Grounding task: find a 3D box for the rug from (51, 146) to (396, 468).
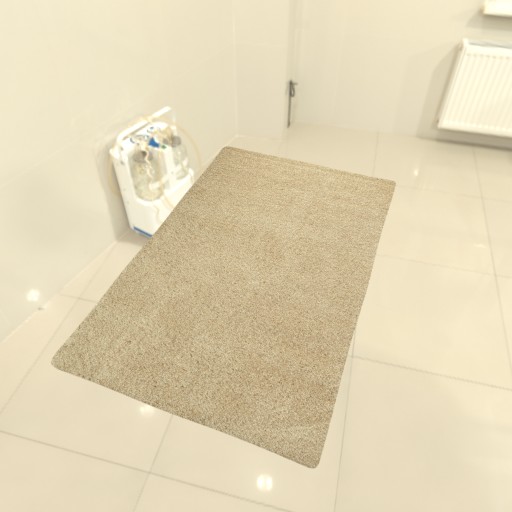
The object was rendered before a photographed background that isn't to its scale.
[{"bbox_3d":[0.000,0.000,2.965,1.500,0.025,2.349,15,47,15],"label":"rug"}]
